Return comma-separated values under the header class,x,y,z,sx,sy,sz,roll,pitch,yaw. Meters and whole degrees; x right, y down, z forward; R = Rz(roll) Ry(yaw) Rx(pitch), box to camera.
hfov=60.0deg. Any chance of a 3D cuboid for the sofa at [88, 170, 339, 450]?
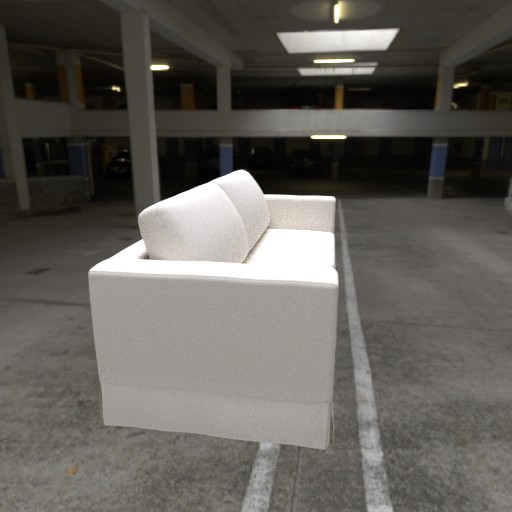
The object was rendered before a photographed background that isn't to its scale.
class,x,y,z,sx,sy,sz,roll,pitch,yaw
sofa,0.000,0.000,2.650,0.954,0.881,2.163,3,16,9
